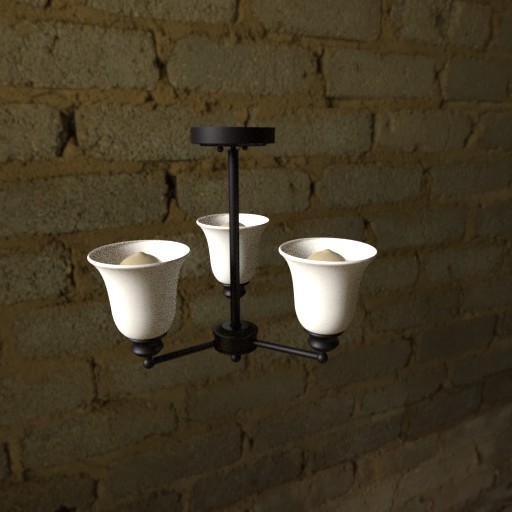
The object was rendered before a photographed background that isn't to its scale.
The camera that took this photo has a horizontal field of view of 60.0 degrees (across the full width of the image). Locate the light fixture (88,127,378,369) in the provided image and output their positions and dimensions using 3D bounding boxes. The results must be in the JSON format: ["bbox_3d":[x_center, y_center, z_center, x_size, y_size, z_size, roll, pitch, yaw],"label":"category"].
[{"bbox_3d":[0.000,0.000,0.664,0.354,0.370,0.388,8,17,25],"label":"light fixture"}]
